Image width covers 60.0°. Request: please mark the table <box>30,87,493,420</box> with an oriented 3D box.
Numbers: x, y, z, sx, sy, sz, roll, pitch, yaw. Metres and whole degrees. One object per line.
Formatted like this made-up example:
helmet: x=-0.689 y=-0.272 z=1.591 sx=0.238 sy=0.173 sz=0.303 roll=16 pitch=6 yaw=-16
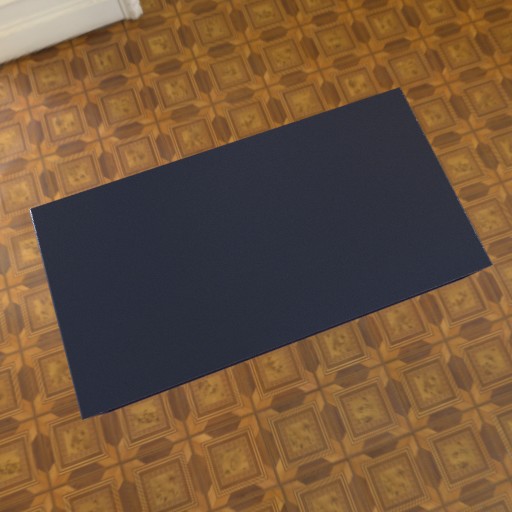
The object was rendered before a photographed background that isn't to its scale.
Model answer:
table: x=0.000 y=0.000 z=1.355 sx=1.067 sy=0.457 sz=0.572 roll=-20 pitch=76 yaw=-5
